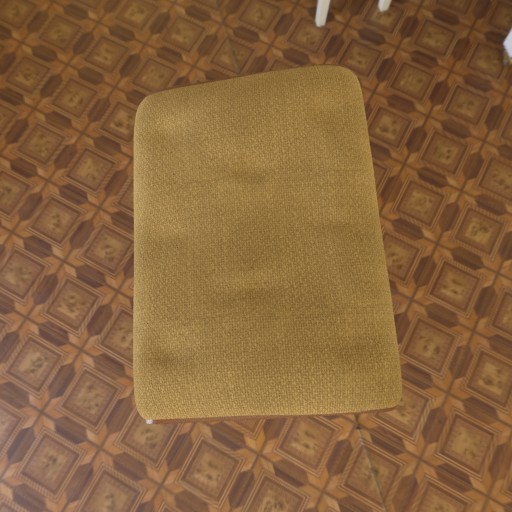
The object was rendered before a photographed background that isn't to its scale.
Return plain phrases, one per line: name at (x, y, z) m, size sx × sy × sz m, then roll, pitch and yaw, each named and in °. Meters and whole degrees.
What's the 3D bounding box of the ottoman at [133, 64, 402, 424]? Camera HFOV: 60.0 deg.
ottoman at (0.000, 0.000, 0.794) m, size 0.394 × 0.391 × 0.520 m, roll -4°, pitch 76°, yaw -1°
